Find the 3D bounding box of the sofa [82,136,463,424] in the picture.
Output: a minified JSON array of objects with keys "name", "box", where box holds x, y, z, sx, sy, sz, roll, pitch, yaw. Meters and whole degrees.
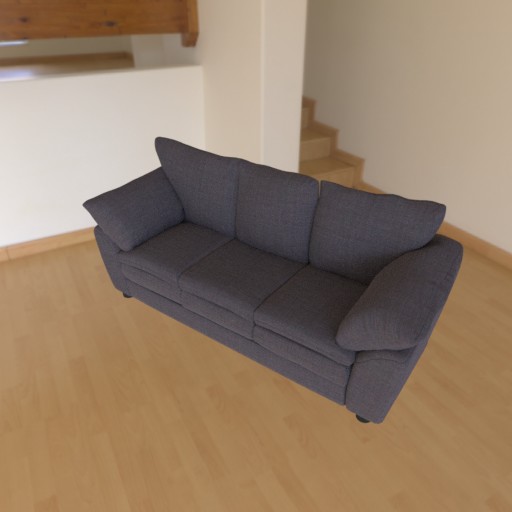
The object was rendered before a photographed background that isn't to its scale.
[{"name":"sofa","box":[0.000,0.000,2.852,2.336,1.080,0.883,20,37,30]}]
